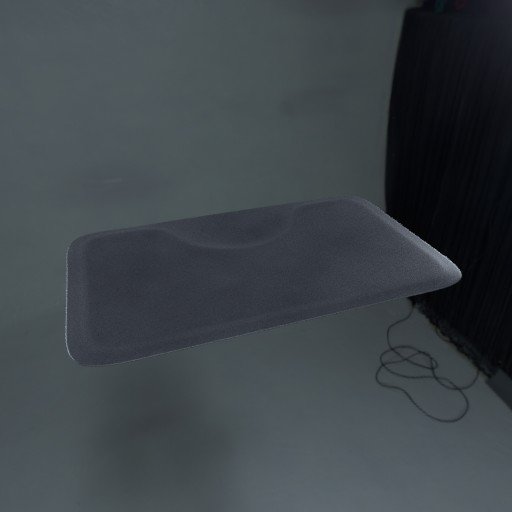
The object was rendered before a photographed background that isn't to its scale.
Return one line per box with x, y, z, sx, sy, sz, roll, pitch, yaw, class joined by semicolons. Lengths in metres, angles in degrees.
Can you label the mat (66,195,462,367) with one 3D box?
0.000;0.000;1.893;1.524;0.013;0.918;-10;33;-17;mat
